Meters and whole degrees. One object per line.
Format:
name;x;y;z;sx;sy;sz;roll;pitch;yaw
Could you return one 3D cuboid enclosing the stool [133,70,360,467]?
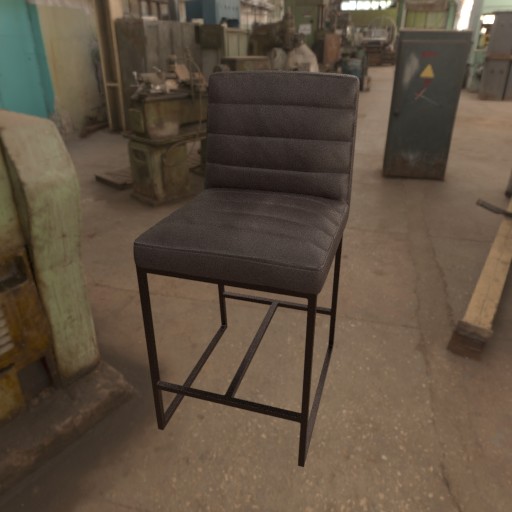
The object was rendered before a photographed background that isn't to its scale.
stool;0.000;0.000;1.265;0.463;0.946;0.562;8;28;15
